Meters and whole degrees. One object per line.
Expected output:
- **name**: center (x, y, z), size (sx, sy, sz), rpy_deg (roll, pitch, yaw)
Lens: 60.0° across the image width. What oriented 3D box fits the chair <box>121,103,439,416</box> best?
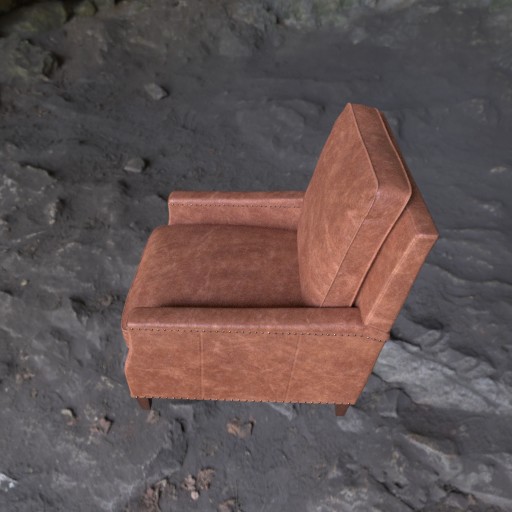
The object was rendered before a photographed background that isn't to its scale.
- **chair**: center (0.000, 0.000, 1.821), size (1.035, 1.054, 0.854), rpy_deg (1, 40, 2)
